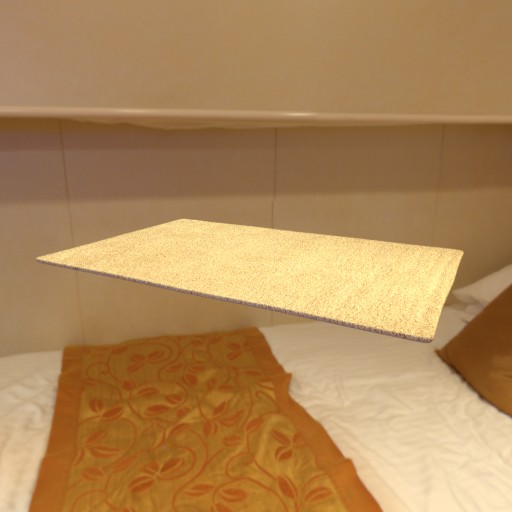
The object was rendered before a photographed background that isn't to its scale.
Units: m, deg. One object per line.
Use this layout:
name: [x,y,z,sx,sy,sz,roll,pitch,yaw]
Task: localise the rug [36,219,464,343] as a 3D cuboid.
rug: [0.000,0.000,2.864,2.349,0.025,1.500,8,18,27]
